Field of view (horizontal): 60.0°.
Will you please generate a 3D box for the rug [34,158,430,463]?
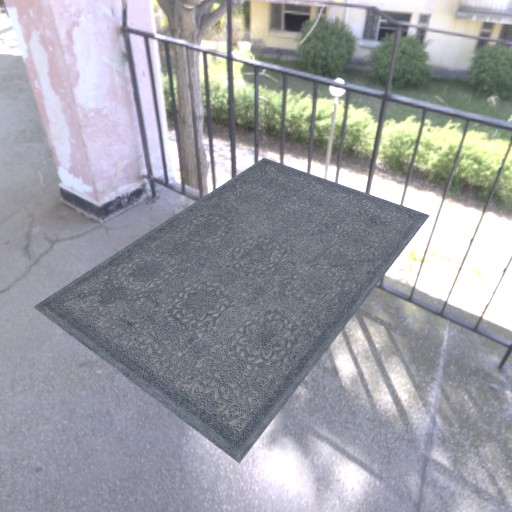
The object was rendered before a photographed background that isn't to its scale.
[{"bbox_3d":[0.000,0.000,2.333,1.208,0.012,1.819,25,46,27],"label":"rug"}]
